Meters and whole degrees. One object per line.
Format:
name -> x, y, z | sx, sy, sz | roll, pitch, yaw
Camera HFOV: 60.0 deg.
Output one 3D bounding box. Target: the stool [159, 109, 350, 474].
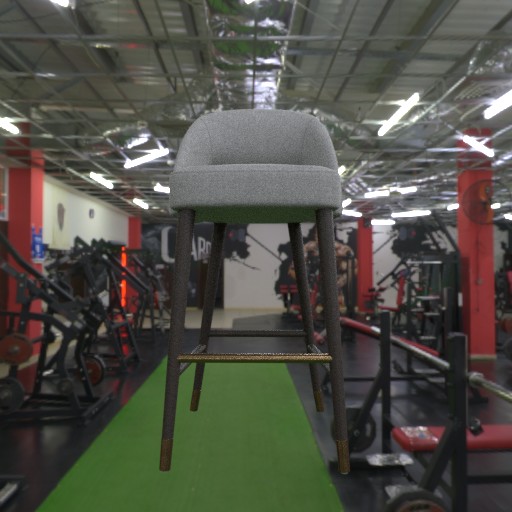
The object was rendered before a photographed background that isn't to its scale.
stool -> 0.000, 0.000, 1.307 | 0.494, 1.037, 0.509 | 0, -1, 1
